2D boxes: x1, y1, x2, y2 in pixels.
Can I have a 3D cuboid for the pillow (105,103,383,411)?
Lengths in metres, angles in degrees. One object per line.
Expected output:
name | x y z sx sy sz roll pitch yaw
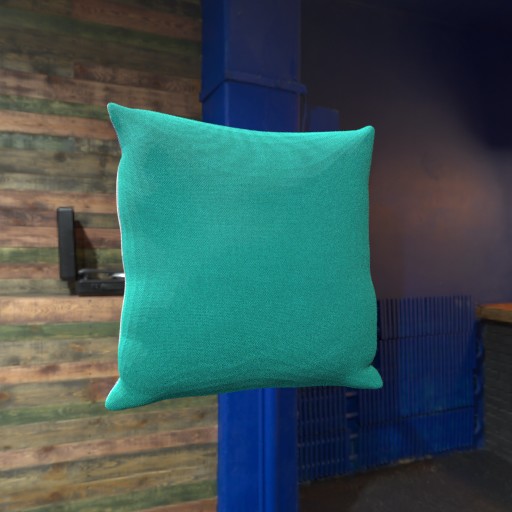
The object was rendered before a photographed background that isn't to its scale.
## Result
pillow | 0.000 0.000 0.685 0.440 0.441 0.182 0 -1 -18
